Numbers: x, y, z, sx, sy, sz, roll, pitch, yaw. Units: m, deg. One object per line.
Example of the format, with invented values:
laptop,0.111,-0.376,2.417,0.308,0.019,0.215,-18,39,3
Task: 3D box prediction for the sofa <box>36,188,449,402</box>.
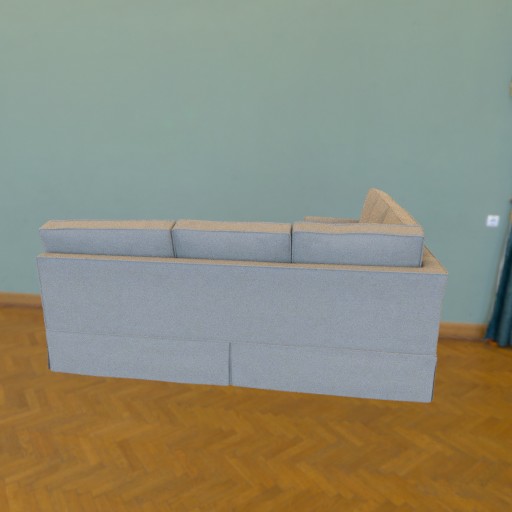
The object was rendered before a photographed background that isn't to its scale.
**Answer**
sofa,0.000,0.000,4.185,2.733,1.124,2.730,2,16,8
